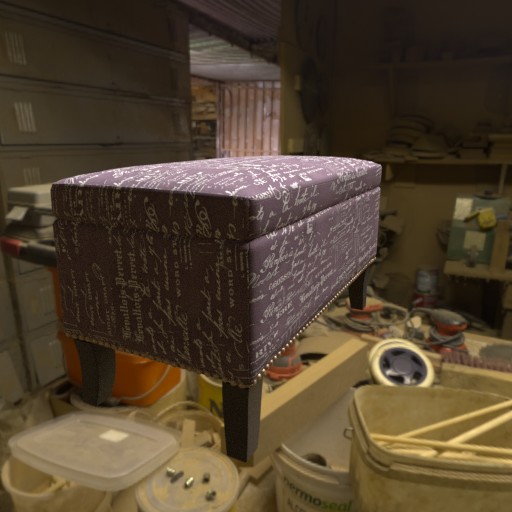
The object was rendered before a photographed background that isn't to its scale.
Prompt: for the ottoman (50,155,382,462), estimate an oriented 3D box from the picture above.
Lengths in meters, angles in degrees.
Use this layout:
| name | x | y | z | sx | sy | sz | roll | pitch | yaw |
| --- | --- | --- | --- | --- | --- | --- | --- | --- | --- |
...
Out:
| name | x | y | z | sx | sy | sz | roll | pitch | yaw |
| --- | --- | --- | --- | --- | --- | --- | --- | --- | --- |
| ottoman | 0.000 | 0.000 | 1.059 | 0.406 | 0.457 | 0.813 | 8 | 17 | 27 |
